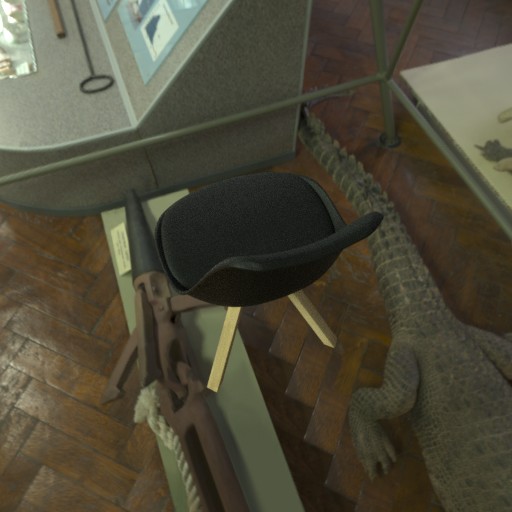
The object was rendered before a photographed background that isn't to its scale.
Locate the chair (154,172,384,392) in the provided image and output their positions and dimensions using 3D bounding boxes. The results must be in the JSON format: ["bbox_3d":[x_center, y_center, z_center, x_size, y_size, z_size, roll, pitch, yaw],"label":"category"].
[{"bbox_3d":[0.000,0.000,1.181,0.485,0.850,0.549,-18,60,-11],"label":"chair"}]
